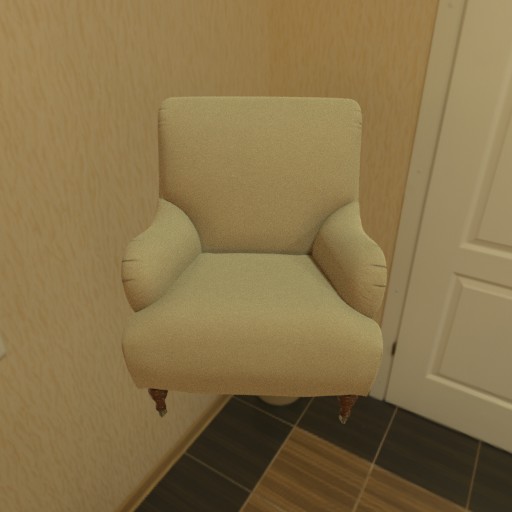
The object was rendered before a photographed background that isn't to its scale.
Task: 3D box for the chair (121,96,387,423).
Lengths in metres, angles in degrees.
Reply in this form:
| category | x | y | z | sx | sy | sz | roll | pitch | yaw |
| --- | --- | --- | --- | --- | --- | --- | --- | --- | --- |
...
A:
| category | x | y | z | sx | sy | sz | roll | pitch | yaw |
| --- | --- | --- | --- | --- | --- | --- | --- | --- | --- |
| chair | 0.000 | 0.000 | 1.539 | 0.766 | 0.942 | 0.842 | 1 | 30 | 2 |
